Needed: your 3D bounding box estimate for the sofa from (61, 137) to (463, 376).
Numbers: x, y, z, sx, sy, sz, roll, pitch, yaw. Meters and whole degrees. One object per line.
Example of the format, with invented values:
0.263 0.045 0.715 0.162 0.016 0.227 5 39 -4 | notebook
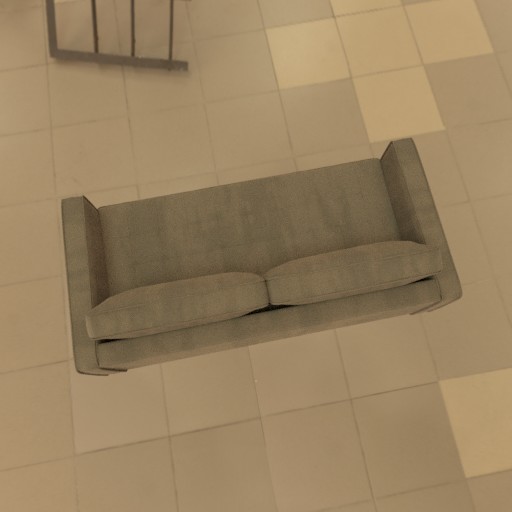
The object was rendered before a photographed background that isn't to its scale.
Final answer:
0.000 0.000 2.422 1.920 0.825 0.924 -11 75 -3 | sofa
